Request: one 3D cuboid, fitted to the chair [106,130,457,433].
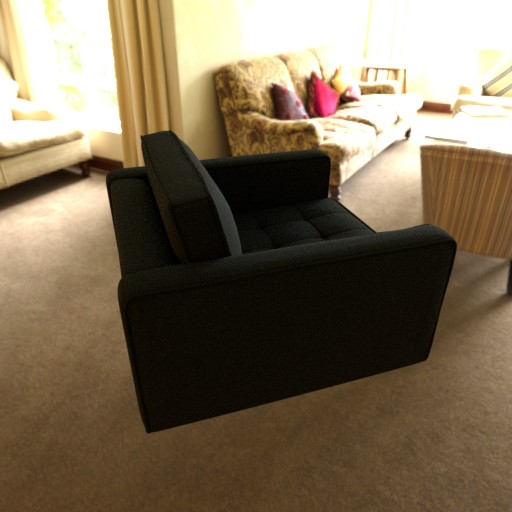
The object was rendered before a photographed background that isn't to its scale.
[{"bbox_3d":[0.000,0.000,1.545,0.920,0.770,0.899,-9,32,-16],"label":"chair"}]
